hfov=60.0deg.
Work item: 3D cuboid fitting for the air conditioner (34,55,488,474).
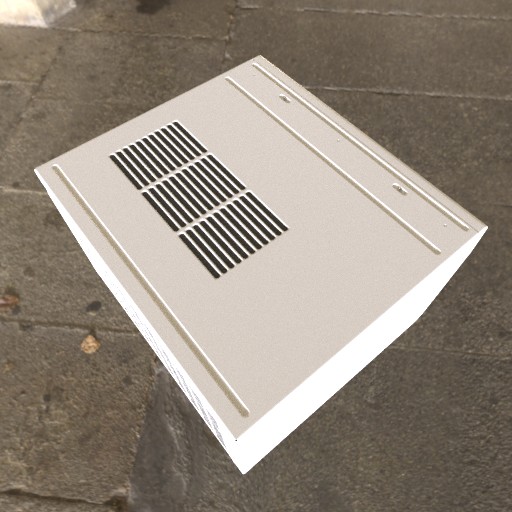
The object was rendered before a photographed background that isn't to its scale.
[{"bbox_3d":[0.000,0.000,1.025,0.599,0.455,0.645,-35,65,-19],"label":"air conditioner"}]
